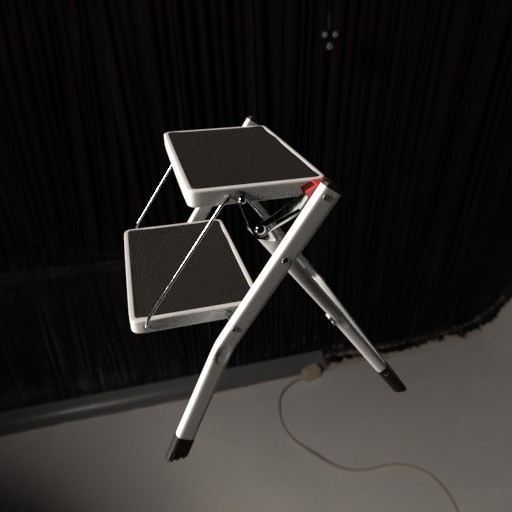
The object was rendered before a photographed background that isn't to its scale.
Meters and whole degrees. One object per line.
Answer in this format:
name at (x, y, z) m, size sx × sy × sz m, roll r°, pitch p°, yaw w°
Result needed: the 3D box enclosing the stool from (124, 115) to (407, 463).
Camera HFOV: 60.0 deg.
stool at (0.000, 0.000, 0.866) m, size 0.490 × 0.445 × 0.485 m, roll -8°, pitch 31°, yaw -14°
